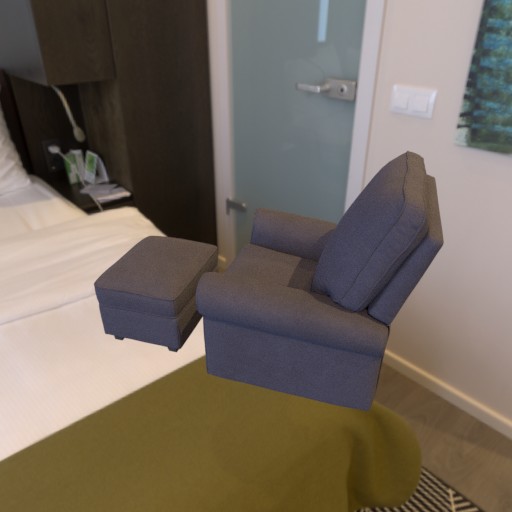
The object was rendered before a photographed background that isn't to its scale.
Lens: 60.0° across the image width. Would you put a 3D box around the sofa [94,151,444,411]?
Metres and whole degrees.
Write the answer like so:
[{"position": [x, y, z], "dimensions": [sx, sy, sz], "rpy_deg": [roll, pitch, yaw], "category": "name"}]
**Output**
[{"position": [0.000, 0.000, 2.071], "dimensions": [1.478, 0.959, 0.880], "rpy_deg": [9, 30, 15], "category": "sofa"}]
